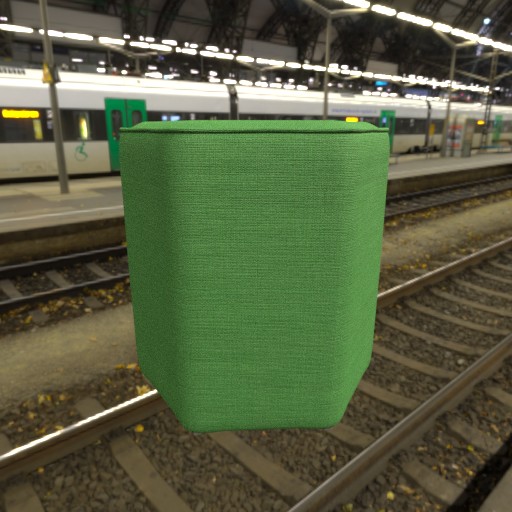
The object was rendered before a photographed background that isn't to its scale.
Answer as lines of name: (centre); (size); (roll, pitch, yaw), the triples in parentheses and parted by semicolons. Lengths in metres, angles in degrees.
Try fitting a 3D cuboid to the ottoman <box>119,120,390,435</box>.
ottoman: (0.000, 0.000, 0.874); (0.444, 0.507, 0.499); (8, 18, 26)
